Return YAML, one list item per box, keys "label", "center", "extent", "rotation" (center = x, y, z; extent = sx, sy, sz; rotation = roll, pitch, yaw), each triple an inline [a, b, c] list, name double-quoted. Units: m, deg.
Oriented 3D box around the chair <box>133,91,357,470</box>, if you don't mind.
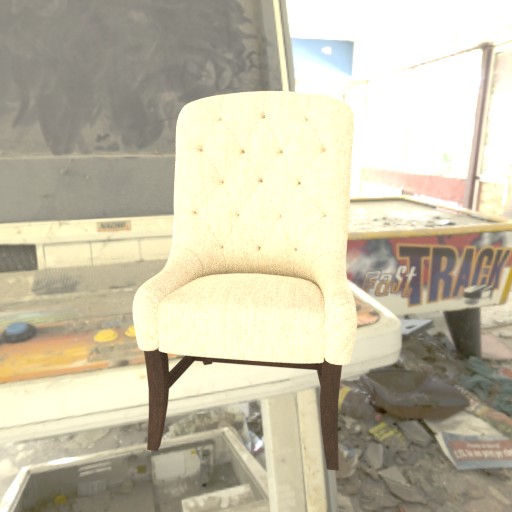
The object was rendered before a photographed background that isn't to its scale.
- label: "chair"
  center: [0.000, 0.000, 1.474]
  extent: [0.634, 1.091, 0.629]
  rotation: [2, 14, 9]
